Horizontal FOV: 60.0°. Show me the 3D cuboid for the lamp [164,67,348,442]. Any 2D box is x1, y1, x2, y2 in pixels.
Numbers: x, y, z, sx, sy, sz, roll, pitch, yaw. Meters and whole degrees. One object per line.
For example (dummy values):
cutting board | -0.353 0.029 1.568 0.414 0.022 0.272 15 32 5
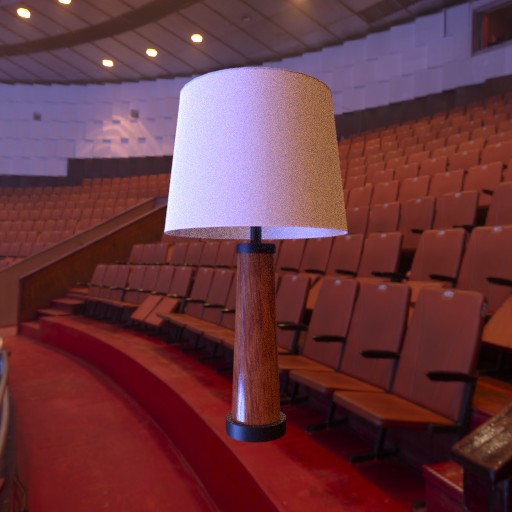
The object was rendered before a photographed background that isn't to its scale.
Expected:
lamp | 0.000 0.000 0.853 0.349 0.667 0.349 0 -1 0
